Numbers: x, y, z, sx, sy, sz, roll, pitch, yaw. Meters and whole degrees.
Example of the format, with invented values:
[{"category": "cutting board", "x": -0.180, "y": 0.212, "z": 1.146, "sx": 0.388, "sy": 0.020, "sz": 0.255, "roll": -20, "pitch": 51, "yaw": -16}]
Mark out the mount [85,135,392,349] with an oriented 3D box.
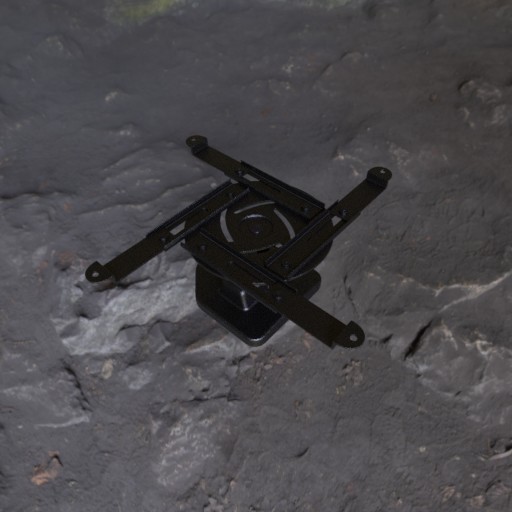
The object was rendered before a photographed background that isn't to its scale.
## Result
[{"category": "mount", "x": 0.000, "y": 0.000, "z": 0.600, "sx": 0.394, "sy": 0.141, "sz": 0.394, "roll": 33, "pitch": 55, "yaw": 27}]
